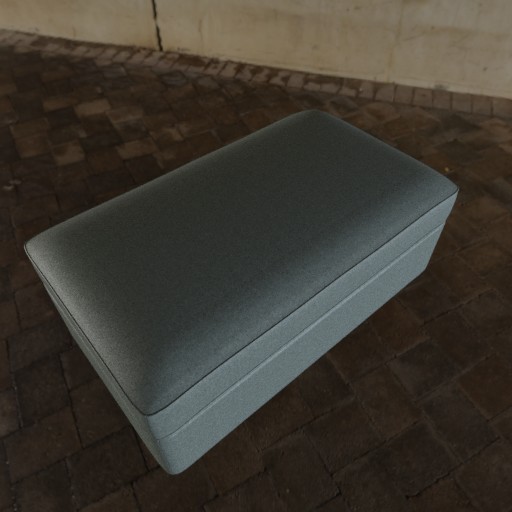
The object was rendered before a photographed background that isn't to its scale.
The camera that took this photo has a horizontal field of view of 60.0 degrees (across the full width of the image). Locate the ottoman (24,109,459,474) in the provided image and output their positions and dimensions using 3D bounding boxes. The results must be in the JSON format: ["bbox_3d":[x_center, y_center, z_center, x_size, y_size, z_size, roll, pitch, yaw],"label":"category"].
[{"bbox_3d":[0.000,0.000,1.463,1.173,0.494,0.681,-32,55,-26],"label":"ottoman"}]
